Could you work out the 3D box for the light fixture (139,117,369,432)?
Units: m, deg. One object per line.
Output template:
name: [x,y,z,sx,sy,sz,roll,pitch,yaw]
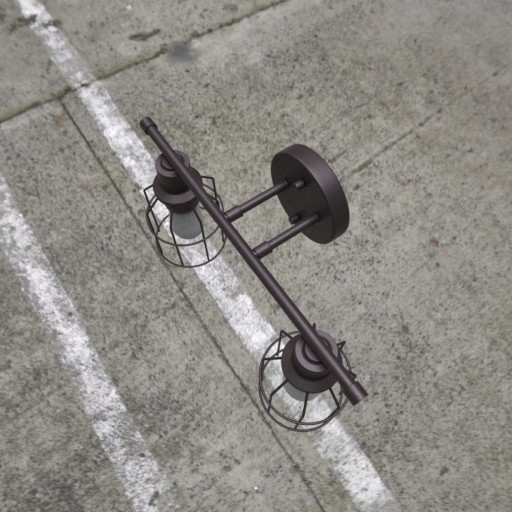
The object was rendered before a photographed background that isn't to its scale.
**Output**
light fixture: [0.000,0.000,0.542,0.165,0.254,0.406,-32,67,-15]
